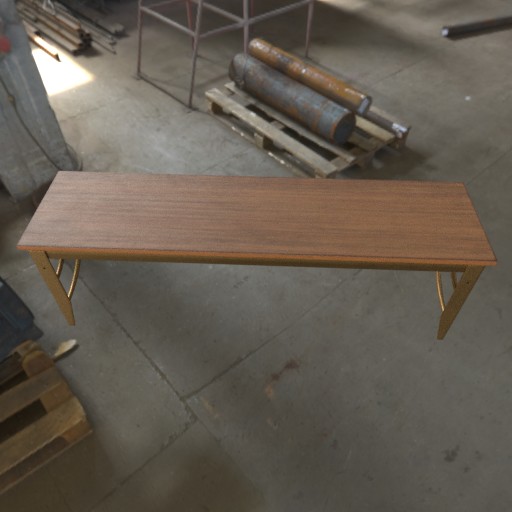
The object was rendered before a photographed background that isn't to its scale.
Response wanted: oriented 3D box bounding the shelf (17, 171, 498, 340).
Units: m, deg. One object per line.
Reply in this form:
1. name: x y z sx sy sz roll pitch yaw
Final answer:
1. shelf: 0.000 0.000 0.710 0.636 0.190 0.166 2 48 2
